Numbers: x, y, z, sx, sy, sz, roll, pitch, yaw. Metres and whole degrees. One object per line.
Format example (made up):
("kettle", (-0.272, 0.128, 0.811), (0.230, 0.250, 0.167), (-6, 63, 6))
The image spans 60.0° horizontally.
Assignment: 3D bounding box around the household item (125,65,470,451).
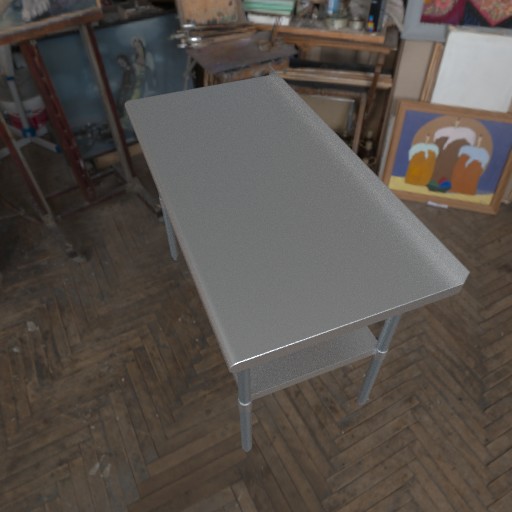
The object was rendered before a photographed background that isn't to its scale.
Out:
("household item", (0.000, 0.000, 1.672), (0.610, 0.851, 1.219), (-16, 49, -15))
